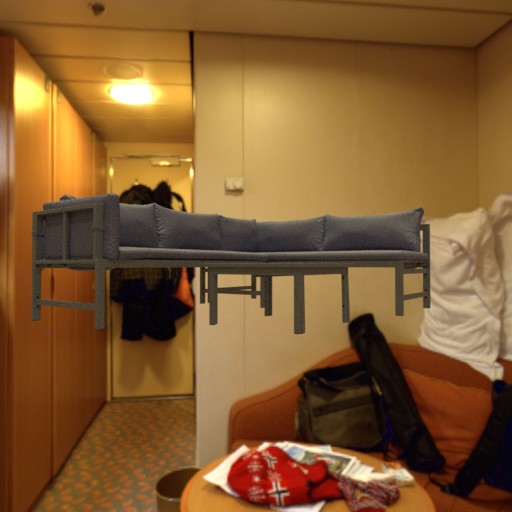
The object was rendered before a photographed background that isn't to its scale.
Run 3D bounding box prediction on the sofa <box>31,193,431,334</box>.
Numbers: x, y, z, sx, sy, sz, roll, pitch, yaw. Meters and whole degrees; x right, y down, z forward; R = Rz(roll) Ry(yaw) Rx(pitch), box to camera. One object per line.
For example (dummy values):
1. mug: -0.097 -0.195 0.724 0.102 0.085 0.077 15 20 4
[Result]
1. sofa: 0.000 0.000 2.932 1.658 0.762 2.149 -1 -2 36
